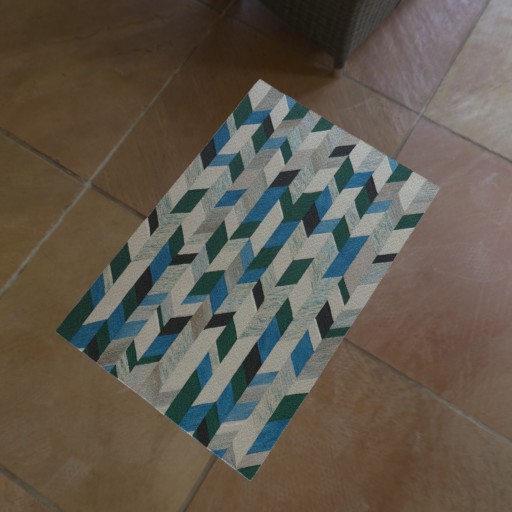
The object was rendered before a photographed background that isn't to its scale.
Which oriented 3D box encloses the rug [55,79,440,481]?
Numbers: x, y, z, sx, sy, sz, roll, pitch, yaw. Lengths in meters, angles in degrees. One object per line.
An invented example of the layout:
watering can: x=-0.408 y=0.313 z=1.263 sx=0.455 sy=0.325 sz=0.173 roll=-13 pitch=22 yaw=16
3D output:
rug: x=0.000 y=0.000 z=2.357 sx=1.229 sy=0.005 sz=1.827 roll=34 pitch=77 yaw=9
